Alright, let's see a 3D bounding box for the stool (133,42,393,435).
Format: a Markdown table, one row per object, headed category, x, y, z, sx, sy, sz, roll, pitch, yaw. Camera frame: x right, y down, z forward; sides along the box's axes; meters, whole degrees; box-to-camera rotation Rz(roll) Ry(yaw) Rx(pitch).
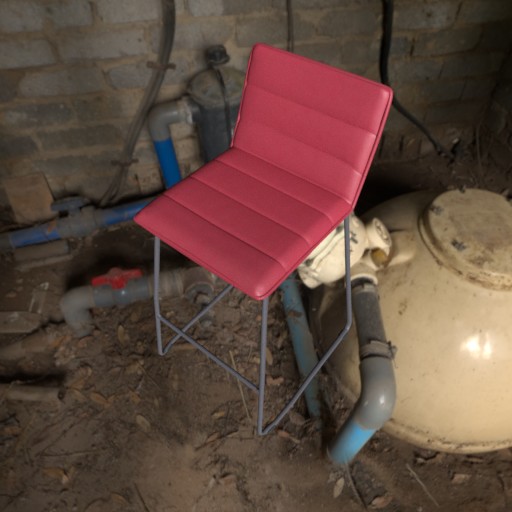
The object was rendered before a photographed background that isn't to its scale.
| category | x | y | z | sx | sy | sz | roll | pitch | yaw |
| --- | --- | --- | --- | --- | --- | --- | --- | --- | --- |
| stool | 0.000 | 0.000 | 1.250 | 0.489 | 0.937 | 0.524 | 31 | 55 | 24 |
